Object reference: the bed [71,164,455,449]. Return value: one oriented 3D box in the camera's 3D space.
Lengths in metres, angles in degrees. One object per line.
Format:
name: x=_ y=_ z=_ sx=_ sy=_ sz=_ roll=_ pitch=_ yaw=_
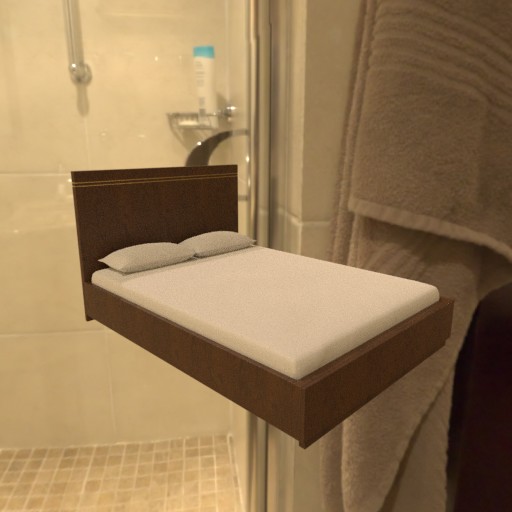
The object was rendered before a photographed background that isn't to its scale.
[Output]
bed: x=0.000 y=0.000 z=3.172 sx=1.613 sy=1.169 sz=2.221 roll=-14 pitch=20 yaw=-43
